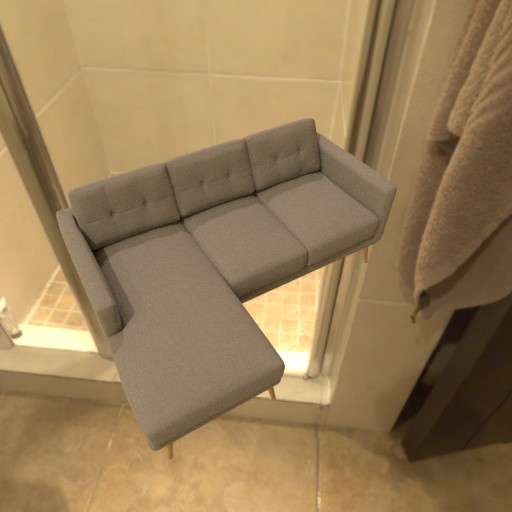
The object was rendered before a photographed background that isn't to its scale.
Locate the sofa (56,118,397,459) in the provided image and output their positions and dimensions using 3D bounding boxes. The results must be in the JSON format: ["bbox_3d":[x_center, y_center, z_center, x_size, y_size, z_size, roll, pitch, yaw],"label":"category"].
[{"bbox_3d":[0.000,0.000,2.796,2.040,0.860,1.530,-23,49,-21],"label":"sofa"}]
